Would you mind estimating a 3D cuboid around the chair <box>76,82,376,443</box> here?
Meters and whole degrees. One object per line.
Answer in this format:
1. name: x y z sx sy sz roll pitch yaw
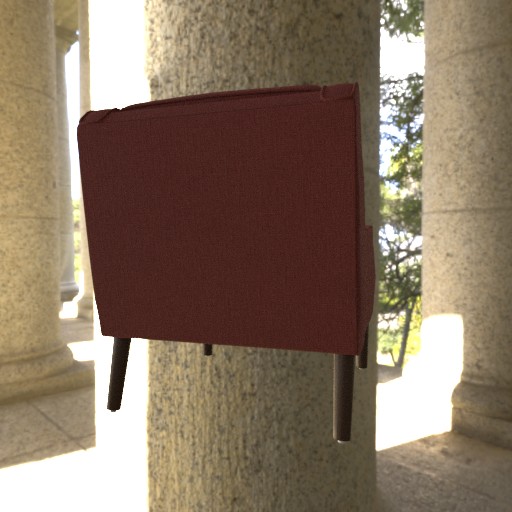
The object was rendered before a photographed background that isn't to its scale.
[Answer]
1. chair: 0.000 0.000 1.341 0.680 0.812 0.770 1 2 17
